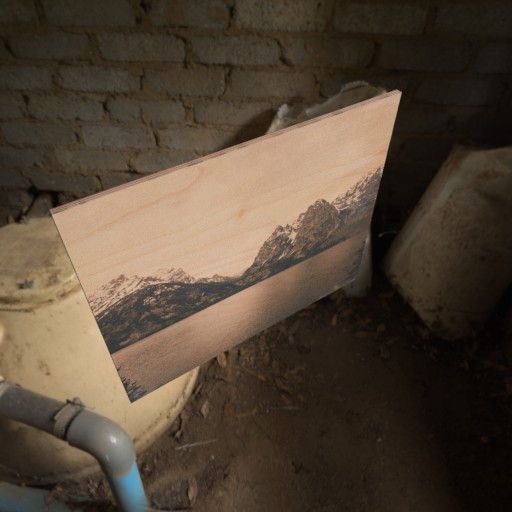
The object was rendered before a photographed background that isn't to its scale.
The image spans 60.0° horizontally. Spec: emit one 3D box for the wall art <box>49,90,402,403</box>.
[{"bbox_3d":[0.000,0.000,0.699,0.508,0.408,0.010,-25,50,-23],"label":"wall art"}]
